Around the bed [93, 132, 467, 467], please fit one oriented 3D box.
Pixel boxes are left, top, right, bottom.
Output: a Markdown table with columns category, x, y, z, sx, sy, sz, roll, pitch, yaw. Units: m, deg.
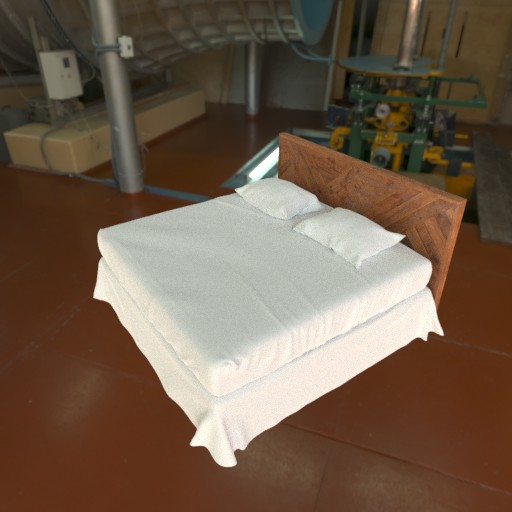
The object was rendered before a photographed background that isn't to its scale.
| category | x | y | z | sx | sy | sz | roll | pitch | yaw |
| --- | --- | --- | --- | --- | --- | --- | --- | --- | --- |
| bed | 0.000 | 0.000 | 3.514 | 2.165 | 1.158 | 2.255 | -20 | 37 | -29 |
